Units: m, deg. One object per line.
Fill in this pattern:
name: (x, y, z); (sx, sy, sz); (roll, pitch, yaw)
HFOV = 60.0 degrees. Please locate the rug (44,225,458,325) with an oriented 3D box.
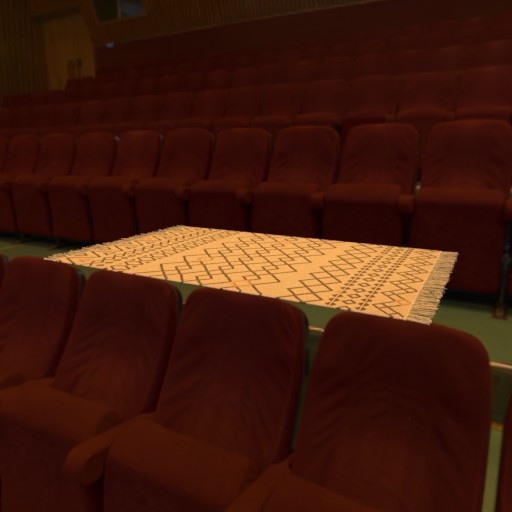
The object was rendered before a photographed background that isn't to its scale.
rug: (0.000, 0.000, 2.500); (2.023, 0.028, 1.224); (7, 15, 27)
